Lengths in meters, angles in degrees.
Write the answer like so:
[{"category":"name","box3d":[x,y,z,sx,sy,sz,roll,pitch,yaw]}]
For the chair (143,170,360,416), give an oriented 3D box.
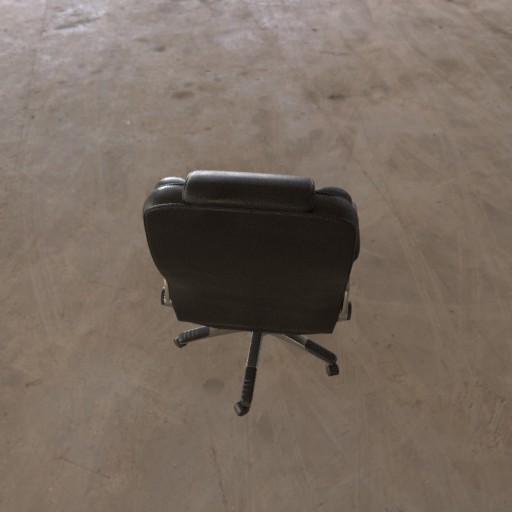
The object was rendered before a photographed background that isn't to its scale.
[{"category":"chair","box3d":[0.000,0.000,1.517,0.697,1.075,0.689,4,47,4]}]
